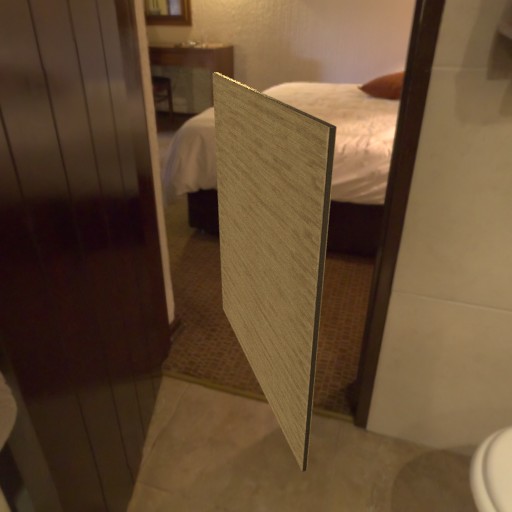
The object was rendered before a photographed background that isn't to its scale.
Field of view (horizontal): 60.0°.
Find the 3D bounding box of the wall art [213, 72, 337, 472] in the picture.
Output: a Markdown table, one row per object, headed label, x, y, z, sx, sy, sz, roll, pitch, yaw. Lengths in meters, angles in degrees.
| label | x | y | z | sx | sy | sz | roll | pitch | yaw |
| --- | --- | --- | --- | --- | --- | --- | --- | --- | --- |
| wall art | 0.000 | 0.000 | 0.792 | 0.009 | 0.559 | 0.483 | -10 | 31 | -17 |
